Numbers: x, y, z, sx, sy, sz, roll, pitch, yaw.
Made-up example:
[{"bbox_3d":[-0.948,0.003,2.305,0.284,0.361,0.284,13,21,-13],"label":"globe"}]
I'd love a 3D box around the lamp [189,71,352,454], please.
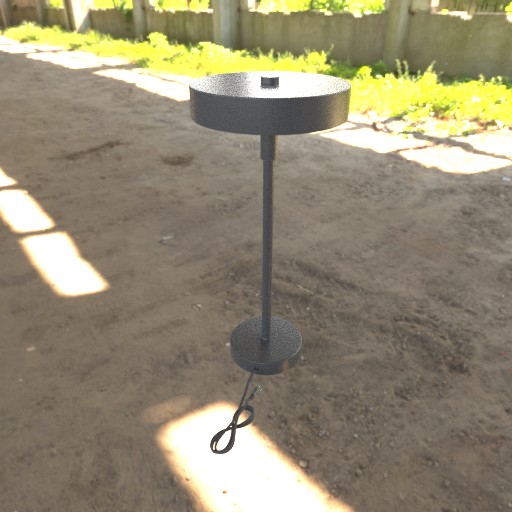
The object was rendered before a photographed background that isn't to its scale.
[{"bbox_3d":[0.000,0.000,0.693,0.229,0.508,0.369,8,31,14],"label":"lamp"}]
